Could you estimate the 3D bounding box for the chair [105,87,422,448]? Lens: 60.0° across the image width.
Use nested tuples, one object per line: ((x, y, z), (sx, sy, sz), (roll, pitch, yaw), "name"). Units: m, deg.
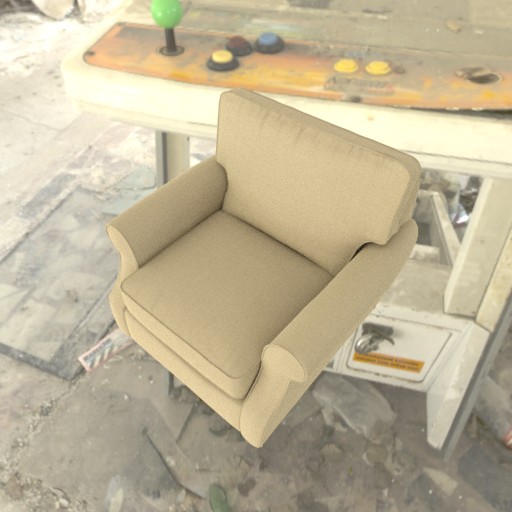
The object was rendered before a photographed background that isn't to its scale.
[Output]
((0.000, 0.000, 1.809), (1.029, 0.967, 0.966), (32, 54, 26), "chair")
